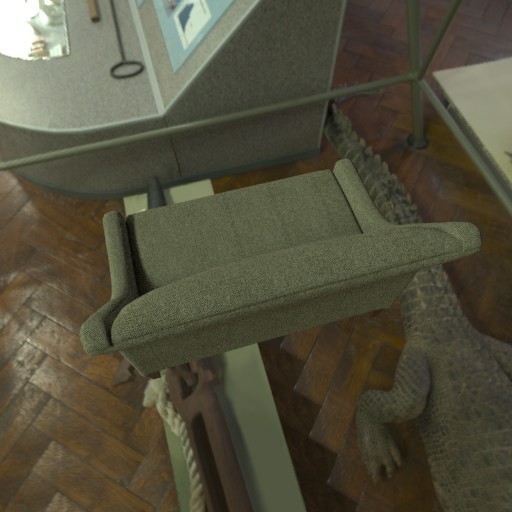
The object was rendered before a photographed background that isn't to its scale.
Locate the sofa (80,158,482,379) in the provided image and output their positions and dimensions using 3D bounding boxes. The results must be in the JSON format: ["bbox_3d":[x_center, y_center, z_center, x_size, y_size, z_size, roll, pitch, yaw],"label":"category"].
[{"bbox_3d":[0.000,0.000,1.891,1.242,1.021,0.870,-14,60,-8],"label":"sofa"}]
